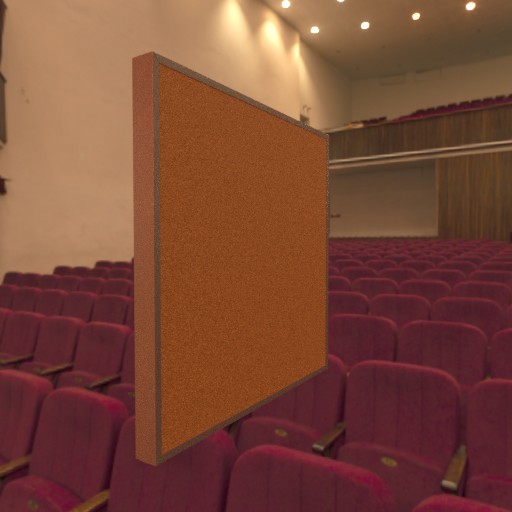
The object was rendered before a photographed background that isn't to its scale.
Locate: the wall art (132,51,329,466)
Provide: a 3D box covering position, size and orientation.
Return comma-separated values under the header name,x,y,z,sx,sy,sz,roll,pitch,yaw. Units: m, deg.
name,x,y,z,sx,sy,sz,roll,pitch,yaw
wall art,0.000,0.000,0.524,0.028,0.349,0.349,1,2,34
